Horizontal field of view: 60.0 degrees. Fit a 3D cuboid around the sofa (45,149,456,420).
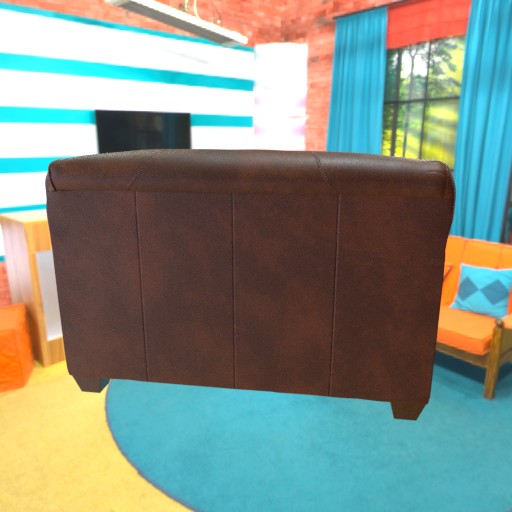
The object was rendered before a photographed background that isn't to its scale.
[{"bbox_3d":[0.000,0.000,2.007,1.413,0.956,1.000,2,15,8],"label":"sofa"}]
